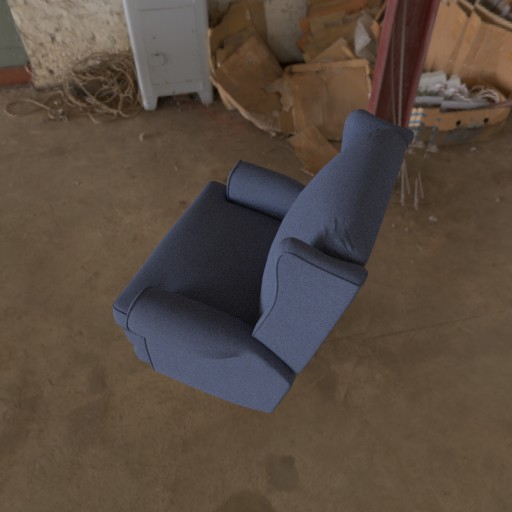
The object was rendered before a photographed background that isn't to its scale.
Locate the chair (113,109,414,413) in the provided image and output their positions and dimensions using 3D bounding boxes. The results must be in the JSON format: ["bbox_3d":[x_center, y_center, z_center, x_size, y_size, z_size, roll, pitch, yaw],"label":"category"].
[{"bbox_3d":[0.000,0.000,1.742,0.877,1.020,0.971,17,50,15],"label":"chair"}]
